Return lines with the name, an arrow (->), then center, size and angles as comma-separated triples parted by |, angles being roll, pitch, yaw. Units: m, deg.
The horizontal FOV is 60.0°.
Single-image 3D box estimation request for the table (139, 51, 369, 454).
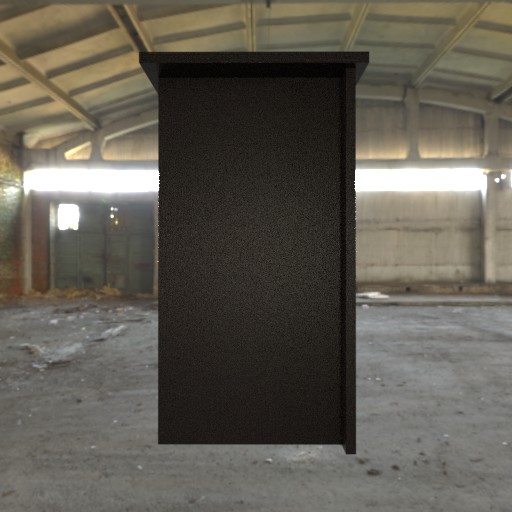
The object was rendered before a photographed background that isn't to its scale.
table -> 0.000, 0.000, 1.067 | 0.408, 0.711, 0.589 | 0, 0, 0
